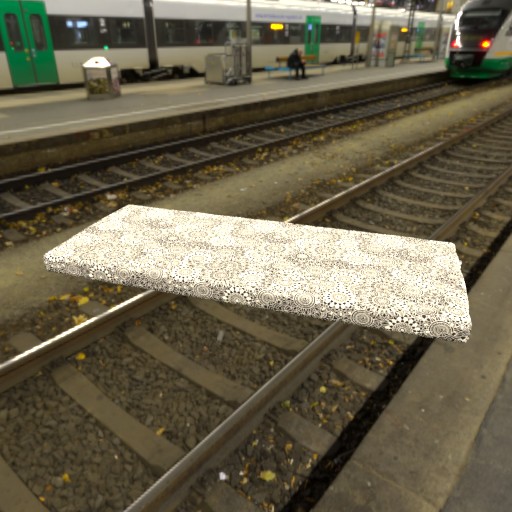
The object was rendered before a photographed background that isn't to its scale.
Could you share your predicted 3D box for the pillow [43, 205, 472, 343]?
[{"bbox_3d":[0.000,0.000,1.335,1.187,0.081,0.492,8,27,16],"label":"pillow"}]
